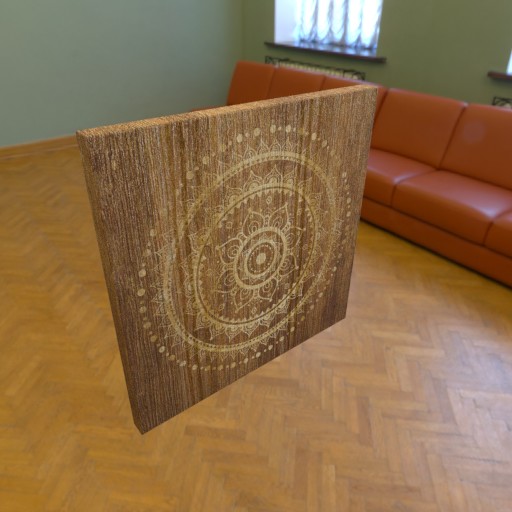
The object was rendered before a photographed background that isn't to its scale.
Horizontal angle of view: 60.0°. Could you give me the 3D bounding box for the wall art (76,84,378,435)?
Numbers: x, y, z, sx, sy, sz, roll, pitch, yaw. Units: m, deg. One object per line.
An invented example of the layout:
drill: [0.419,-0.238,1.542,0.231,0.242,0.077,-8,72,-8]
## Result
wall art: [0.000,0.000,0.911,0.611,0.608,0.042,-22,38,-32]
